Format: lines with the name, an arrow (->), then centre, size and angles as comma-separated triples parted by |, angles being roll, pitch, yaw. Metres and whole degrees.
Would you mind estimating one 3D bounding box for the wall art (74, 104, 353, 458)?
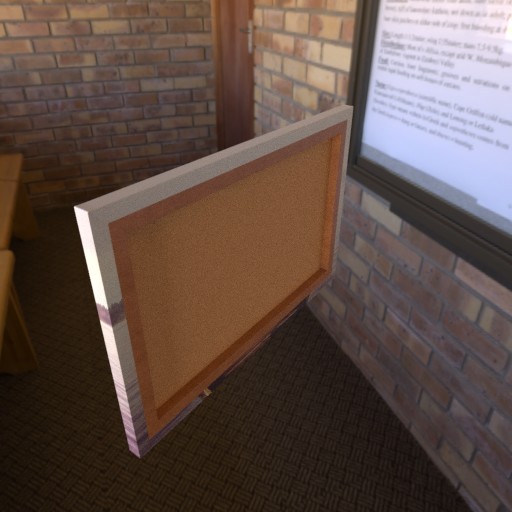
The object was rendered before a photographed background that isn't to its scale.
wall art -> 0.000, 0.000, 1.162 | 0.037, 0.609, 0.916 | 21, 37, 31
